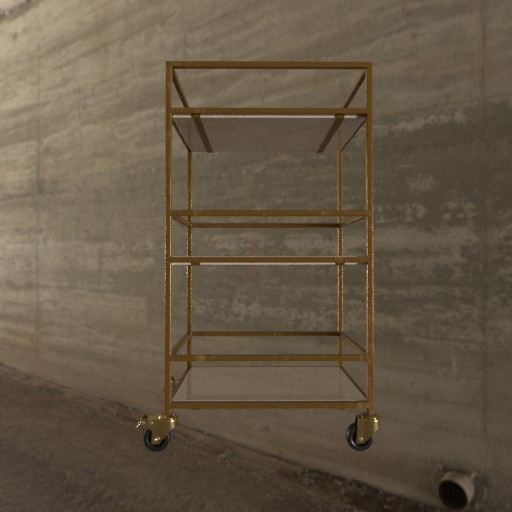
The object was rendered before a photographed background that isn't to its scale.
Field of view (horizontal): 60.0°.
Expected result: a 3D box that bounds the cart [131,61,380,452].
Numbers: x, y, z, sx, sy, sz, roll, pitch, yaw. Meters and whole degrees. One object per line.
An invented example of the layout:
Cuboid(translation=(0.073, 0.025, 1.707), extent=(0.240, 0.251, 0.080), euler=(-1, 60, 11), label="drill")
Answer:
Cuboid(translation=(0.000, 0.000, 1.017), extent=(0.483, 0.761, 0.332), euler=(0, -1, 0), label="cart")
